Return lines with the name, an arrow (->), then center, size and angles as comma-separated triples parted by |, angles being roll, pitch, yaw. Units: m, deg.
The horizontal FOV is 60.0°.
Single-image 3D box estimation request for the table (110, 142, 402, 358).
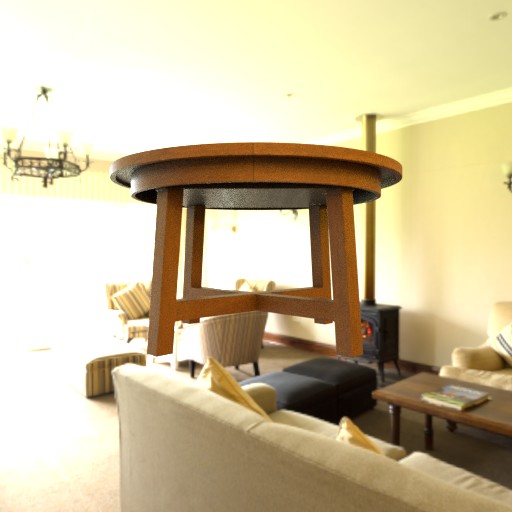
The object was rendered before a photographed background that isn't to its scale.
table -> 0.000, 0.000, 2.108 | 1.319, 0.762, 1.319 | 0, 1, 0
